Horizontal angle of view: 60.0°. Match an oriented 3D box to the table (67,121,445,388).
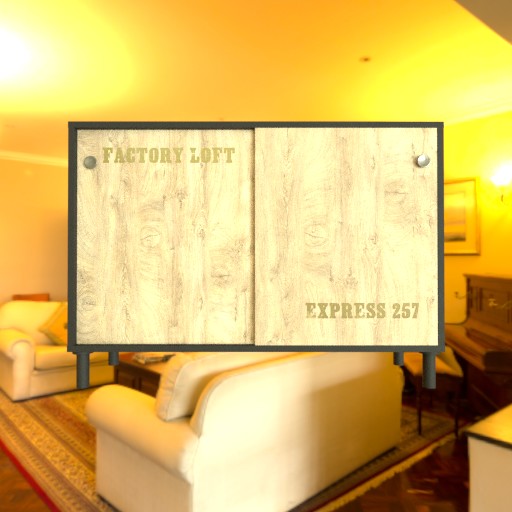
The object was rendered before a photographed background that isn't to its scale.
[{"bbox_3d":[0.000,0.000,1.597,1.200,0.855,0.400,0,-1,0],"label":"table"}]
